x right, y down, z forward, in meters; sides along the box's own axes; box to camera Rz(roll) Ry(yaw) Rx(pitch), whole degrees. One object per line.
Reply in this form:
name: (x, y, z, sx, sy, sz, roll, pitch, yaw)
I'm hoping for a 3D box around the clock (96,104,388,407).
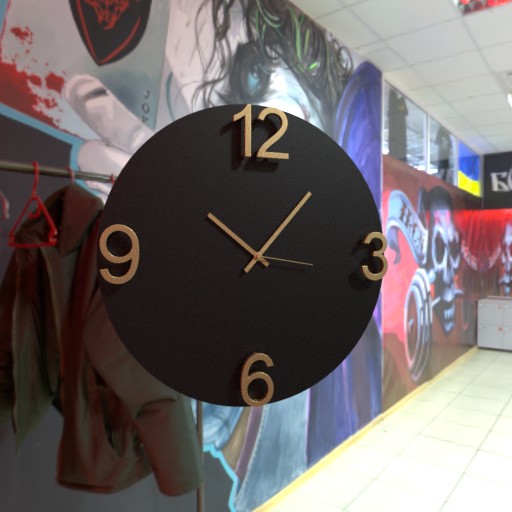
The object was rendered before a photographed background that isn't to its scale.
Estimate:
clock: (0.000, 0.000, 0.670, 0.454, 0.454, 0.038, 0, 1, -19)
